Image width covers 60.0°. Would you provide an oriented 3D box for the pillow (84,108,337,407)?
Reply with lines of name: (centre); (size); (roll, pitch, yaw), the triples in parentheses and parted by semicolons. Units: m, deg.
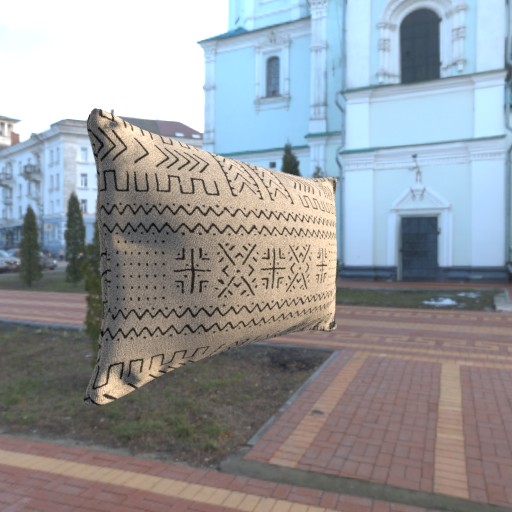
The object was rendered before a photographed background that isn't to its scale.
pillow: (0.000, 0.000, 0.762); (0.188, 0.352, 0.637); (1, 1, 36)
